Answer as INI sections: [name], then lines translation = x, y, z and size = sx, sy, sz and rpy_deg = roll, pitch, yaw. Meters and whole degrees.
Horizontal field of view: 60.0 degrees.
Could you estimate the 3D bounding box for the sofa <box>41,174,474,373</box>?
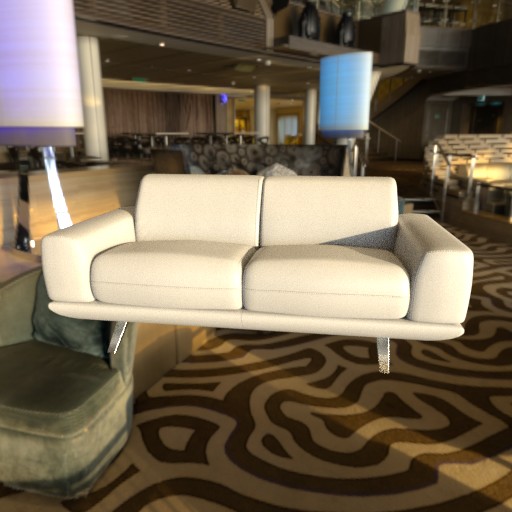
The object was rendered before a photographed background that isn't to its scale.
[sofa]
translation = 0.000, 0.000, 2.329
size = 1.901, 0.772, 0.900
rpy_deg = 2, 16, 8
